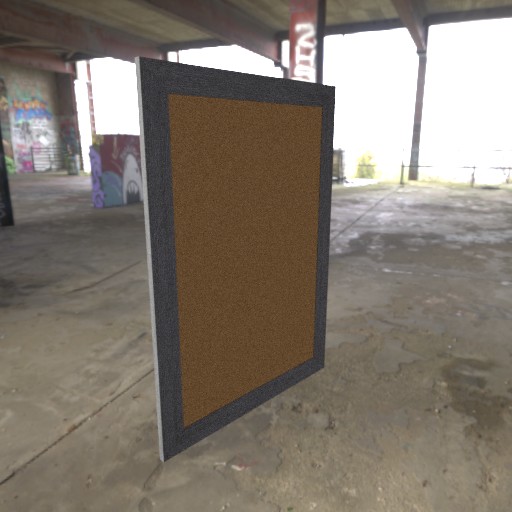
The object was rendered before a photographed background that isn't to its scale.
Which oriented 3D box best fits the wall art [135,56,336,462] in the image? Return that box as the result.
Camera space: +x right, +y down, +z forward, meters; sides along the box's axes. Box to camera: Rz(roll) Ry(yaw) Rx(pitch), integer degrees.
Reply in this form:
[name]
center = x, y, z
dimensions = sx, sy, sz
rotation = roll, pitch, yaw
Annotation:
[wall art]
center = 0.000, 0.000, 1.400
dimensions = 0.020, 1.070, 0.768
rotation = 14, 20, 43
